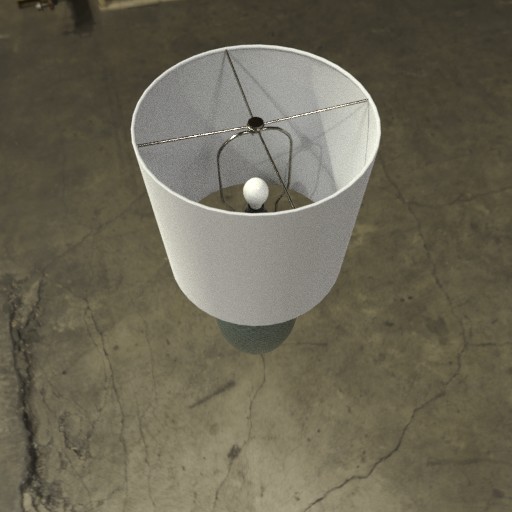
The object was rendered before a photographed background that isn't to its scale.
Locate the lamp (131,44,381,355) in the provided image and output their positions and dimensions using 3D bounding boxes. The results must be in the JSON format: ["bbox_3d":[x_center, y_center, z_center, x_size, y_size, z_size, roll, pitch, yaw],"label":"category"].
[{"bbox_3d":[0.000,0.000,0.579,0.217,0.453,0.217,-14,59,-9],"label":"lamp"}]
